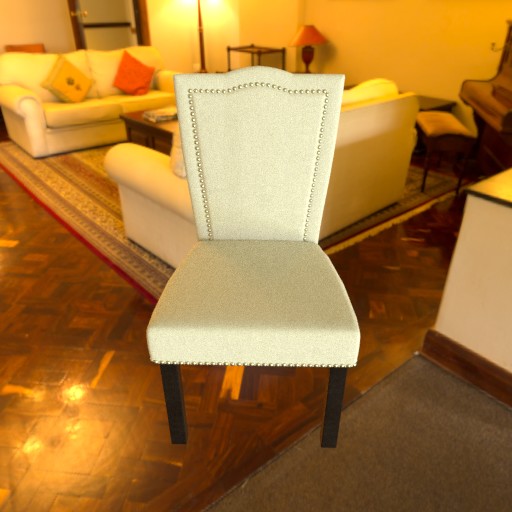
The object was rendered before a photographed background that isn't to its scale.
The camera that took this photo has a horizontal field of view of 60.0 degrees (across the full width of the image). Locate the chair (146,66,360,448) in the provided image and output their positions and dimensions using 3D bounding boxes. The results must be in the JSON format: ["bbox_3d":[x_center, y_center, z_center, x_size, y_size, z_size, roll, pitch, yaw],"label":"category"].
[{"bbox_3d":[0.000,0.000,1.268,0.518,0.946,0.589,1,30,1],"label":"chair"}]
